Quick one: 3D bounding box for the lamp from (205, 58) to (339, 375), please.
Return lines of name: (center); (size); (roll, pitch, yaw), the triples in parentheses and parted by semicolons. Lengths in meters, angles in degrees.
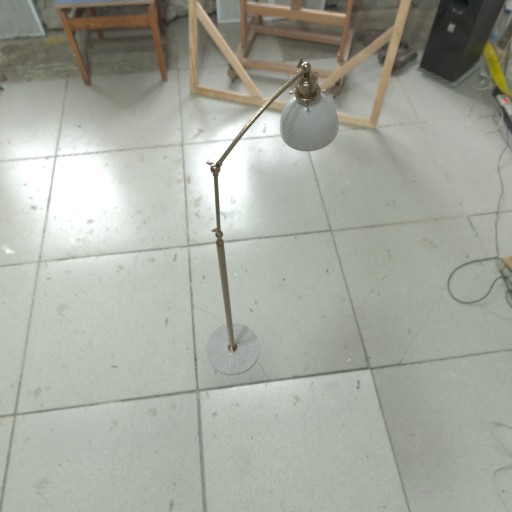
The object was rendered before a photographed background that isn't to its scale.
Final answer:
lamp: (0.000, 0.000, 1.792); (0.599, 1.586, 0.288); (-32, 63, -19)
